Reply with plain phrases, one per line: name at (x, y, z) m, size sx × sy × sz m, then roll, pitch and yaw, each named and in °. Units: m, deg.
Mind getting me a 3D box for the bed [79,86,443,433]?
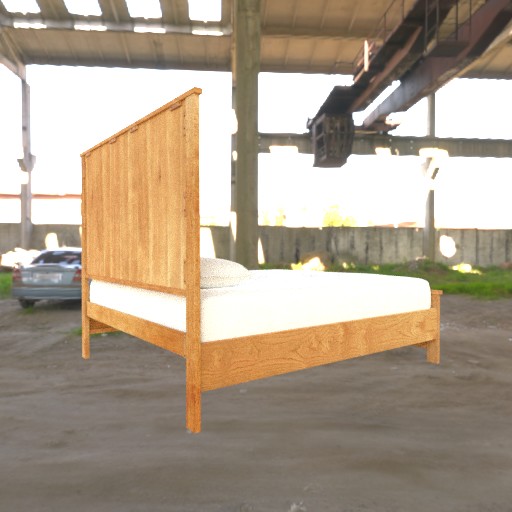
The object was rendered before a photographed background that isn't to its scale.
bed at (0.000, 0.000, 4.111) m, size 2.530 × 1.938 × 2.225 m, roll -1°, pitch 1°, yaw -37°
